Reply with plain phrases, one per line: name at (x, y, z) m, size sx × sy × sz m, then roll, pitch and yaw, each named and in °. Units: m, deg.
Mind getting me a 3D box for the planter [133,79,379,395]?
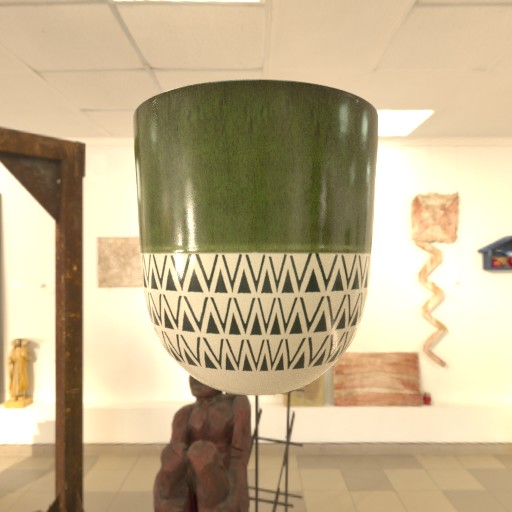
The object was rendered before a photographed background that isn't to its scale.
planter at (0.000, 0.000, 0.459) m, size 0.245 × 0.270 × 0.245 m, roll 0°, pitch 0°, yaw 0°
